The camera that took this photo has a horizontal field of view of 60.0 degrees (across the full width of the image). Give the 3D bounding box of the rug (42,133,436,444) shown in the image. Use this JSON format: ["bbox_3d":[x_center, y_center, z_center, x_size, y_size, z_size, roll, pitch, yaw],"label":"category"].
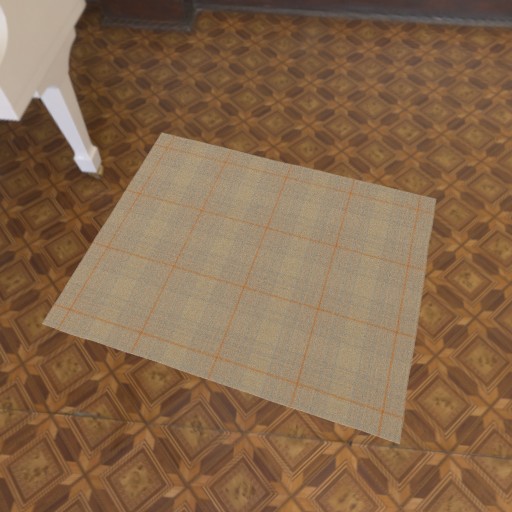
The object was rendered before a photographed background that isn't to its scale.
[{"bbox_3d":[0.000,0.000,4.140,3.051,0.021,2.448,16,60,9],"label":"rug"}]
